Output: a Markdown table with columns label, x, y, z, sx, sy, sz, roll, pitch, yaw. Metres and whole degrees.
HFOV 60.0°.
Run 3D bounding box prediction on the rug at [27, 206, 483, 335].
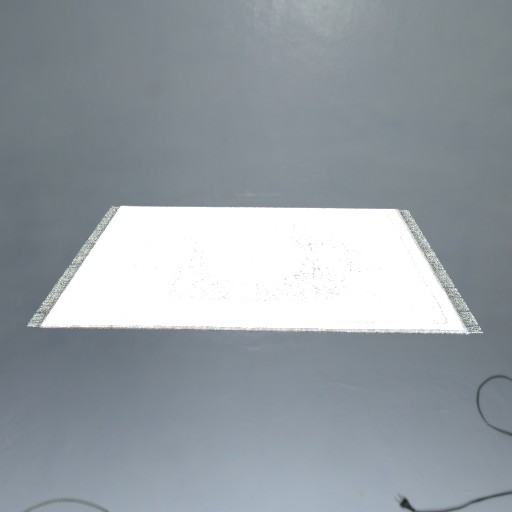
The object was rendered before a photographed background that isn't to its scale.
| label | x | y | z | sx | sy | sz | roll | pitch | yaw |
| --- | --- | --- | --- | --- | --- | --- | --- | --- | --- |
| rug | 0.000 | 0.000 | 3.005 | 2.440 | 0.010 | 1.528 | 1 | 31 | 1 |
